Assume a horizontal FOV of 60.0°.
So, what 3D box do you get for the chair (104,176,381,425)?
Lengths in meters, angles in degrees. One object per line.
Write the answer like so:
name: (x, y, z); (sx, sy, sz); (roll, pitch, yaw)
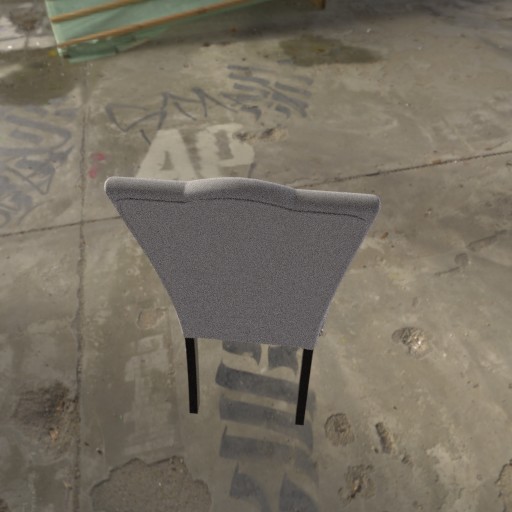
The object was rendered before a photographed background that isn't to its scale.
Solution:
chair: (0.000, 0.000, 1.285); (0.518, 0.946, 0.589); (5, 48, 4)
